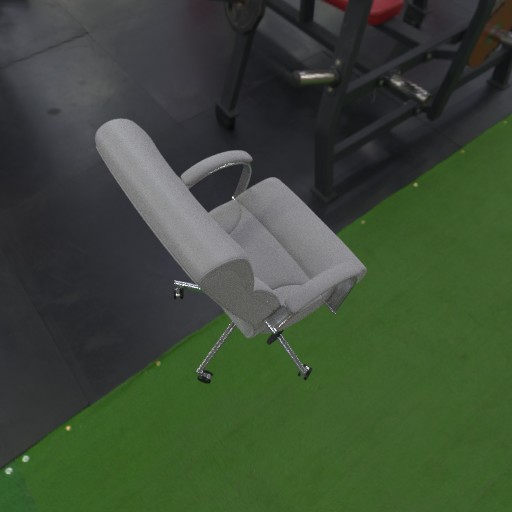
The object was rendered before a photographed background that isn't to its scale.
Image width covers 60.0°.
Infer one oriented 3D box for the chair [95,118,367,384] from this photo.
[{"bbox_3d":[0.000,0.000,1.598,0.745,1.099,0.727,-31,63,-18],"label":"chair"}]
